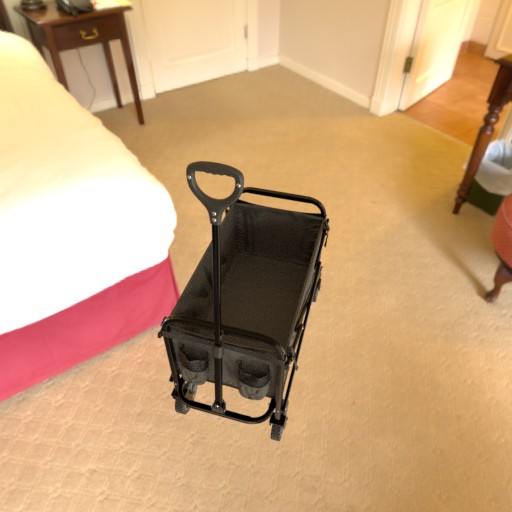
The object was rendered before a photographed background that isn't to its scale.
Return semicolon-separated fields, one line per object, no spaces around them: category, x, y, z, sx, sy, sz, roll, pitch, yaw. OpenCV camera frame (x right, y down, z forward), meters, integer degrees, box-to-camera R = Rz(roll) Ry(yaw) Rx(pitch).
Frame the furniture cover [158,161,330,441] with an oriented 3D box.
furniture cover;0.000;0.000;1.808;0.532;1.295;1.038;11;44;12
